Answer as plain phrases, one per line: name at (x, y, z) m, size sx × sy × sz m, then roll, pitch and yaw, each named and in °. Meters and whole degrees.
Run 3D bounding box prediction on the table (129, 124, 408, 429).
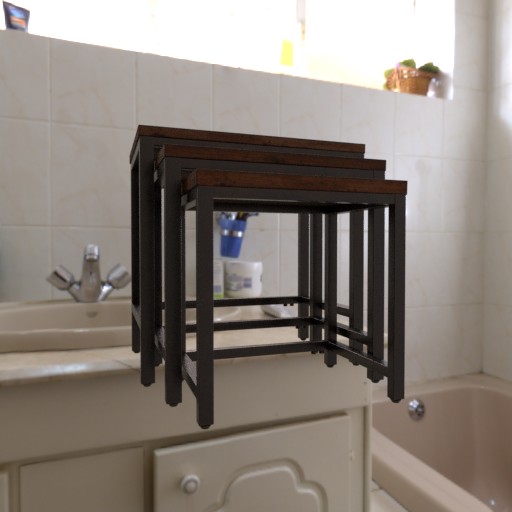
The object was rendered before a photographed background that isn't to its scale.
table at (0.000, 0.000, 1.176) m, size 0.608 × 0.616 × 0.660 m, roll 0°, pitch 1°, yaw -19°
